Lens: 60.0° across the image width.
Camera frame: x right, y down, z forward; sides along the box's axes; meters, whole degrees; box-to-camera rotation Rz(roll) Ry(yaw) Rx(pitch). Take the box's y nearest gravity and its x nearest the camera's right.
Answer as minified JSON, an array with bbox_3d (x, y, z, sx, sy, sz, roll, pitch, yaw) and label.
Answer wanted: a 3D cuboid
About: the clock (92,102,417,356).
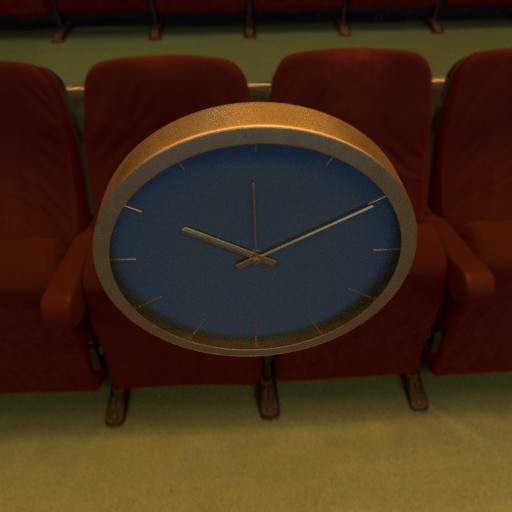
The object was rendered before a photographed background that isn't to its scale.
[{"bbox_3d":[0.000,0.000,0.454,0.314,0.314,0.040,-2,45,-2],"label":"clock"}]
